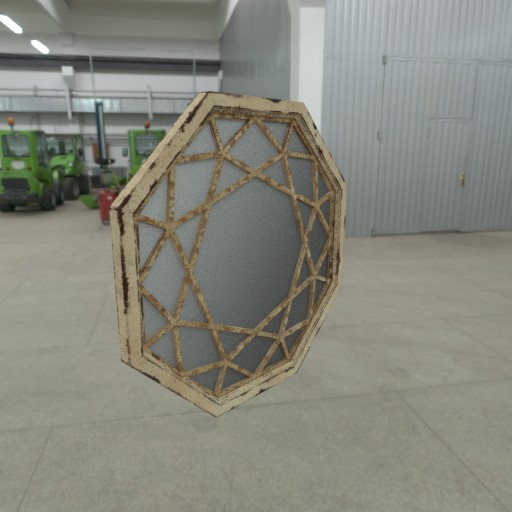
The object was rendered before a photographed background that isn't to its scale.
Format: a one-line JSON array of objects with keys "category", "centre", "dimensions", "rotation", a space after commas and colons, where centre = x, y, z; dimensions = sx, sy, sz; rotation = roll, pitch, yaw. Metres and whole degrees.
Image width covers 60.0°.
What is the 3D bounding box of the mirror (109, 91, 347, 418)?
[{"category": "mirror", "centre": [0.000, 0.000, 0.957], "dimensions": [0.031, 0.648, 0.648], "rotation": [13, 18, 42]}]
